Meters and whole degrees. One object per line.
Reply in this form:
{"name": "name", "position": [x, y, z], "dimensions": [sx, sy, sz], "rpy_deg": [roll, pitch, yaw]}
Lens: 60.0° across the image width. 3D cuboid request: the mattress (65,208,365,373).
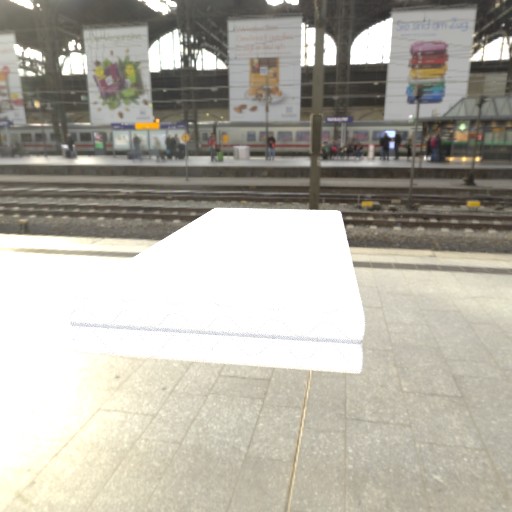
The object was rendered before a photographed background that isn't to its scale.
{"name": "mattress", "position": [0.000, 0.000, 2.209], "dimensions": [0.900, 0.200, 1.900], "rpy_deg": [2, 15, 8]}
